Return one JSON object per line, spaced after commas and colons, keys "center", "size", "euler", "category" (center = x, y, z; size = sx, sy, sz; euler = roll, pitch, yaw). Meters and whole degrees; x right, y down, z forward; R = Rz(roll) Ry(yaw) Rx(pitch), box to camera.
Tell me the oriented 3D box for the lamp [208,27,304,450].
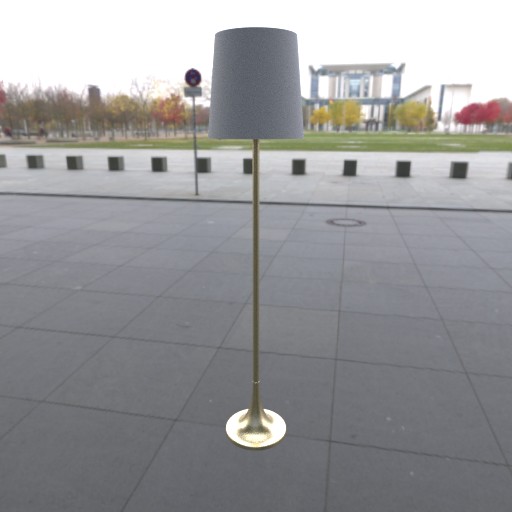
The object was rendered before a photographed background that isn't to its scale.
{"center": [0.000, 0.000, 1.682], "size": [0.337, 1.543, 0.337], "euler": [0, 16, 0], "category": "lamp"}
